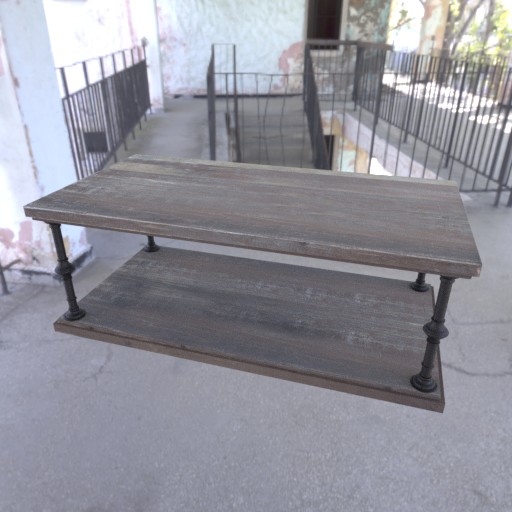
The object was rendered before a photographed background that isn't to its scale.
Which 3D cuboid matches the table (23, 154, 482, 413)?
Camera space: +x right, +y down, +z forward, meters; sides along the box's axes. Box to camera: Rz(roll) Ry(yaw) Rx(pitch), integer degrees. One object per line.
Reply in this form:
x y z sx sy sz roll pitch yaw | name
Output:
0.000 0.000 1.329 1.088 0.399 0.554 8 28 15 | table
